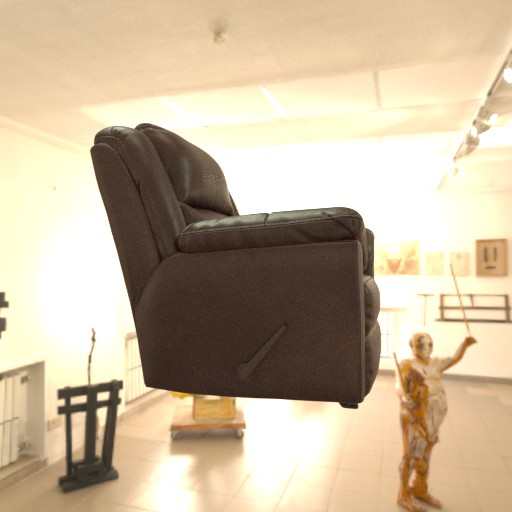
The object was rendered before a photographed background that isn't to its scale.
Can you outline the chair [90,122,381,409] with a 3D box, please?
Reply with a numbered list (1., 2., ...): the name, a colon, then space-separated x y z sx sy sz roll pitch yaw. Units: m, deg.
1. chair: 0.000 0.000 1.916 1.041 1.093 0.990 0 -1 17
